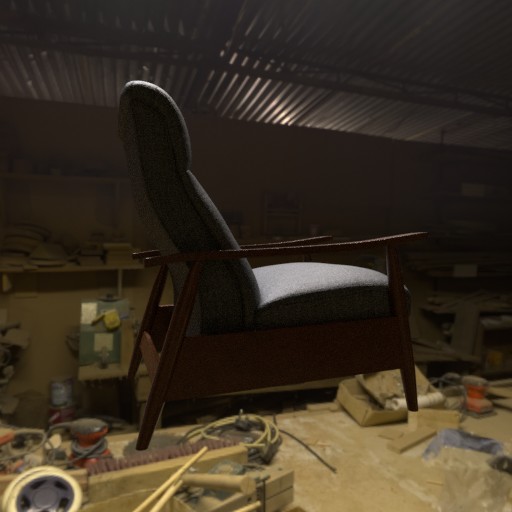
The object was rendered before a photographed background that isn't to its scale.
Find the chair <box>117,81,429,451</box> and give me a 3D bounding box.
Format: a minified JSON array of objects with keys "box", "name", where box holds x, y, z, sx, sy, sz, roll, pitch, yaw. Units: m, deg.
[{"box":[0.000,0.000,1.742,1.030,1.082,0.762,0,2,-18],"name":"chair"}]
